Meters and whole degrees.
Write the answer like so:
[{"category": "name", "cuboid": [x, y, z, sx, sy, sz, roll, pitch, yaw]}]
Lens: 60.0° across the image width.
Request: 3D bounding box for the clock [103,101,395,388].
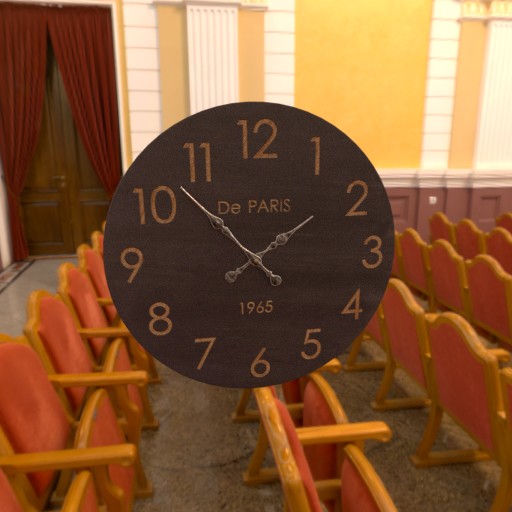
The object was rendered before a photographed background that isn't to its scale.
[{"category": "clock", "cuboid": [0.000, 0.000, 0.902, 0.595, 0.595, 0.029, -2, 15, -9]}]
